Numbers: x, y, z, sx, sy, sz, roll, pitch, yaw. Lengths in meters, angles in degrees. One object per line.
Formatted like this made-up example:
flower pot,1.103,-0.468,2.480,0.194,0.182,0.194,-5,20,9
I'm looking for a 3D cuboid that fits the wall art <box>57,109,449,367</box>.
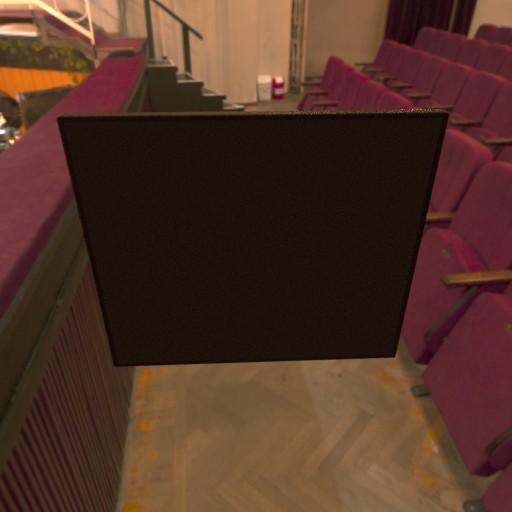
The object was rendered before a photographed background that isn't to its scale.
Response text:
wall art,0.000,0.000,0.712,0.521,0.450,0.018,-1,31,-2
